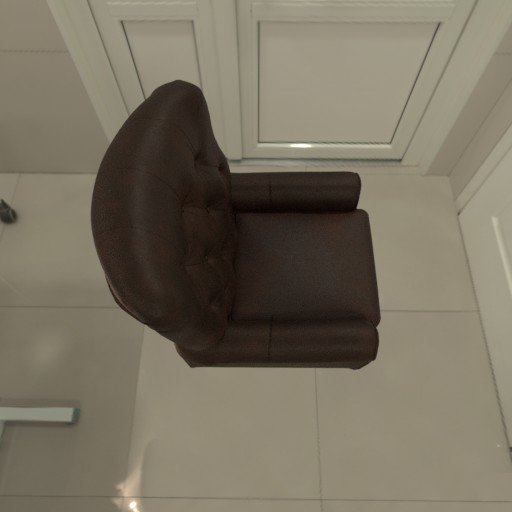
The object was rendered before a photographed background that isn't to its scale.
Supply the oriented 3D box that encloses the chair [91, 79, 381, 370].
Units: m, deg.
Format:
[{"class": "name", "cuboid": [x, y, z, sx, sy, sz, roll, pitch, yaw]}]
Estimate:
[{"class": "chair", "cuboid": [0.000, 0.000, 1.893, 1.058, 1.158, 0.948, 0, 64, 0]}]
